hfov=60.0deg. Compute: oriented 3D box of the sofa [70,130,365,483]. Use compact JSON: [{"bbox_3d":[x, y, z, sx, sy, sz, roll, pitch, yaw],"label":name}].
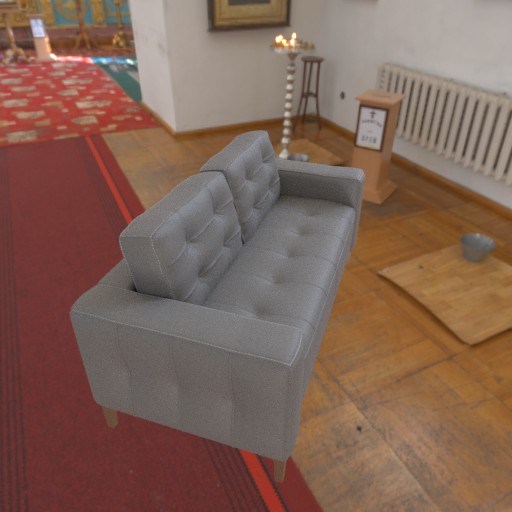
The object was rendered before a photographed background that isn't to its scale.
[{"bbox_3d":[0.000,0.000,2.201,0.833,0.892,1.726,10,34,16],"label":"sofa"}]
